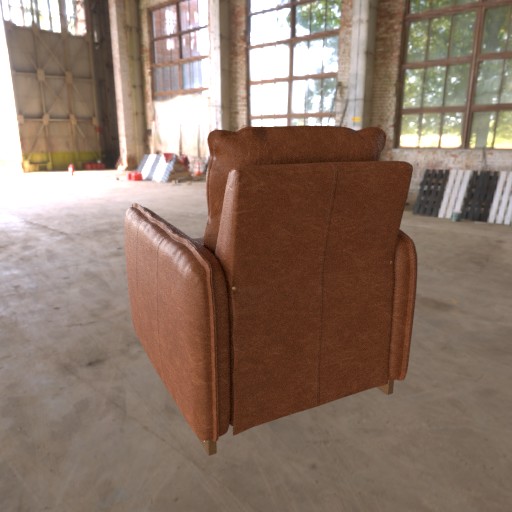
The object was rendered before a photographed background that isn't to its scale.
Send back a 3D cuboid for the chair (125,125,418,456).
[{"bbox_3d":[0.000,0.000,1.650,0.830,0.922,0.922,-8,17,-26],"label":"chair"}]
